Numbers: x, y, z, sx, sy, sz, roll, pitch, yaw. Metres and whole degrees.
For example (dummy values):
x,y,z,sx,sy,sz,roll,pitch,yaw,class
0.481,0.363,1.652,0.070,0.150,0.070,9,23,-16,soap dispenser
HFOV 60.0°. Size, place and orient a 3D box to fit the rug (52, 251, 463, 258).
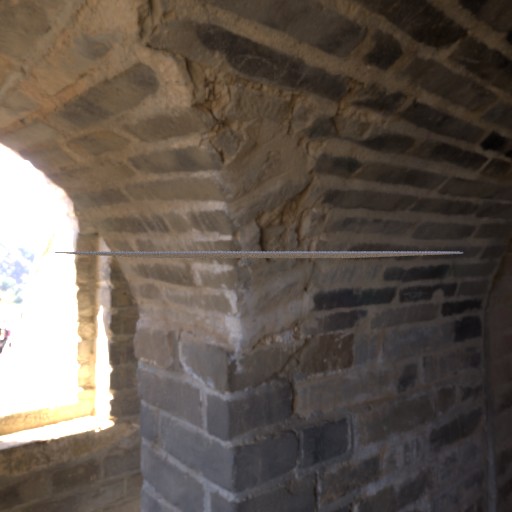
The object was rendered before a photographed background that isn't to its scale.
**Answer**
x,y,z,sx,sy,sz,roll,pitch,yaw,class
0.000,0.000,4.108,2.438,0.012,3.048,0,-1,0,rug
